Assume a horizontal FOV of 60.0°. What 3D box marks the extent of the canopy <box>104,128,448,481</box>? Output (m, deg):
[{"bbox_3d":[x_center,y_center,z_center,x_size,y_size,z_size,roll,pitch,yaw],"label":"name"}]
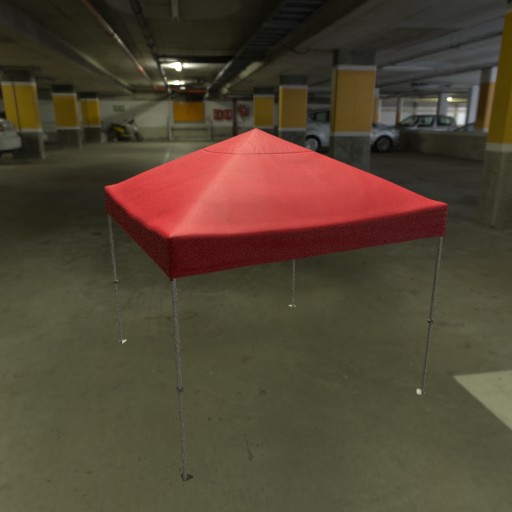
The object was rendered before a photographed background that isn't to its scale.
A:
[{"bbox_3d":[0.000,0.000,5.421,2.998,2.997,2.996,-8,19,-26],"label":"canopy"}]
